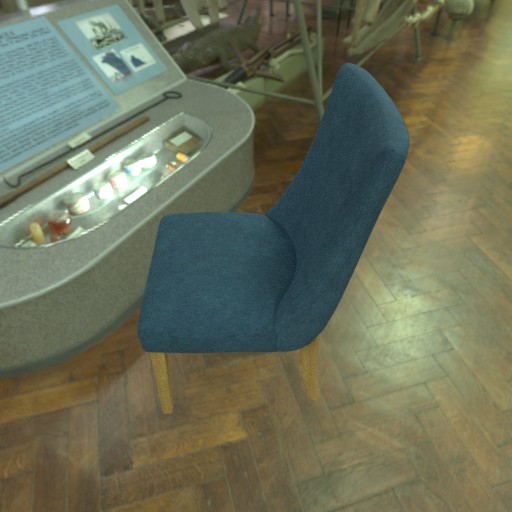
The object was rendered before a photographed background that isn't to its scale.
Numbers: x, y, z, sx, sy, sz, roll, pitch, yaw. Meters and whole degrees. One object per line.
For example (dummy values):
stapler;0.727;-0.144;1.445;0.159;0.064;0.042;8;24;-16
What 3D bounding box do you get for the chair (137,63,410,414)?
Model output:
chair;0.000;0.000;1.242;0.609;0.902;0.495;-1;42;-1
